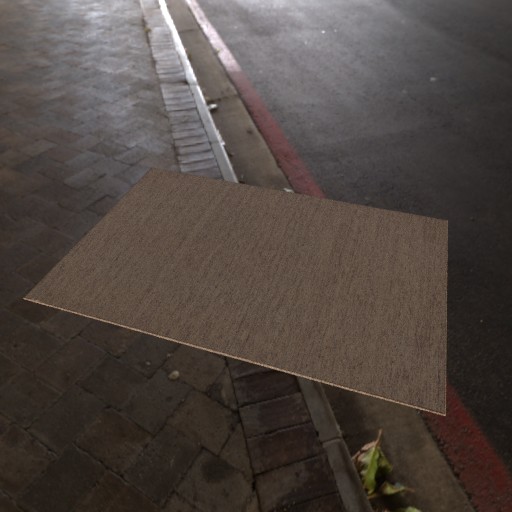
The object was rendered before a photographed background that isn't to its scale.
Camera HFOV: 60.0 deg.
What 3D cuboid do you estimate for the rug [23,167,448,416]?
[{"bbox_3d":[0.000,0.000,2.247,1.840,0.013,1.225,12,43,14],"label":"rug"}]
